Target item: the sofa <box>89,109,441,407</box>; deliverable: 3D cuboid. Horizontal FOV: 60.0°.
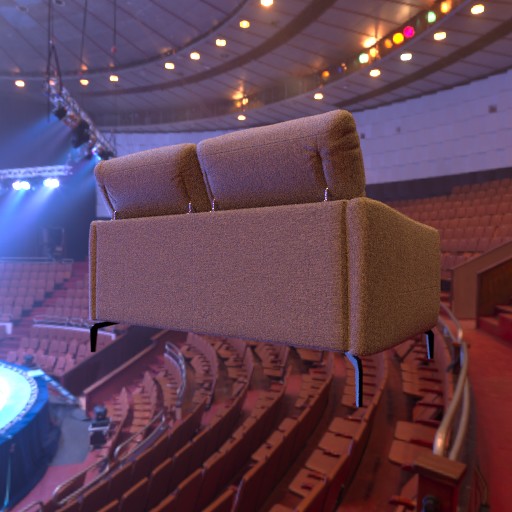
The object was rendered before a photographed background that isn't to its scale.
[{"bbox_3d":[0.000,0.000,2.125,1.540,0.950,0.905,0,-1,36],"label":"sofa"}]
